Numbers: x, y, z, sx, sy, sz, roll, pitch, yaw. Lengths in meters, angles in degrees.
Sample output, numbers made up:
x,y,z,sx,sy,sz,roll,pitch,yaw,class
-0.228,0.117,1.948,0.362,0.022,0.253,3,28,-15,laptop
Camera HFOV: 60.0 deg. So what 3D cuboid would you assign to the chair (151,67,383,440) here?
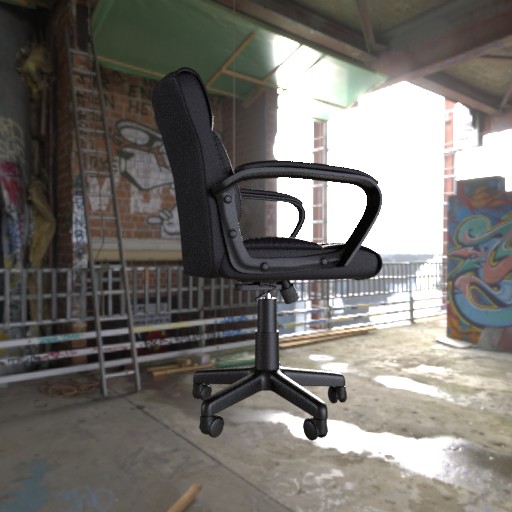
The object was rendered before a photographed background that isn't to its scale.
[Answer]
x,y,z,sx,sy,sz,roll,pitch,yaw,class
0.000,0.000,1.398,0.641,0.998,0.576,0,0,-18,chair
